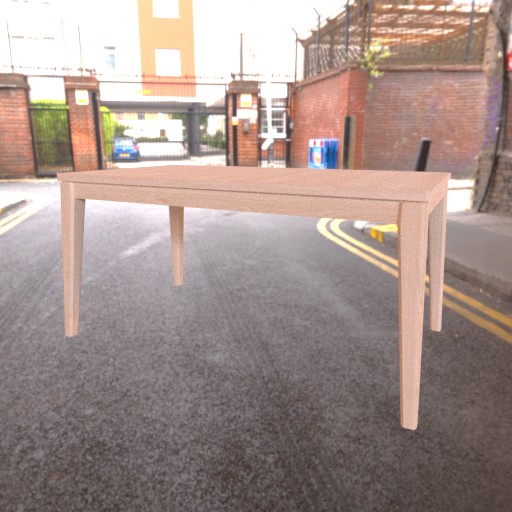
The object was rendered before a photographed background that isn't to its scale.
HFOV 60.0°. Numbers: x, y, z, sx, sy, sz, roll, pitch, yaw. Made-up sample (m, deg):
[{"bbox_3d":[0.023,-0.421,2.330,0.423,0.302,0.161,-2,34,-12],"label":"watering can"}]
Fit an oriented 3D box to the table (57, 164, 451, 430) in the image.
[{"bbox_3d":[0.000,0.000,2.060,1.600,0.760,0.900,7,16,26],"label":"table"}]
